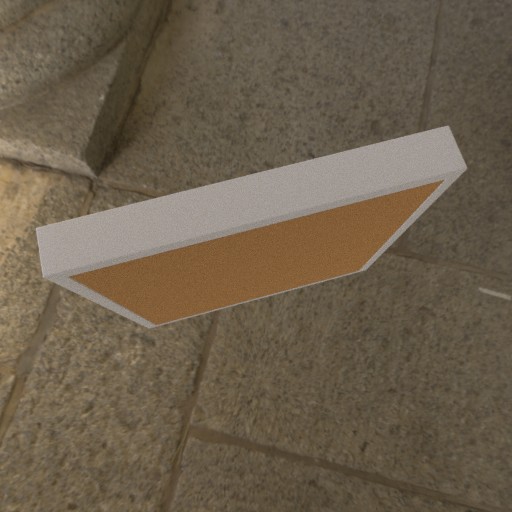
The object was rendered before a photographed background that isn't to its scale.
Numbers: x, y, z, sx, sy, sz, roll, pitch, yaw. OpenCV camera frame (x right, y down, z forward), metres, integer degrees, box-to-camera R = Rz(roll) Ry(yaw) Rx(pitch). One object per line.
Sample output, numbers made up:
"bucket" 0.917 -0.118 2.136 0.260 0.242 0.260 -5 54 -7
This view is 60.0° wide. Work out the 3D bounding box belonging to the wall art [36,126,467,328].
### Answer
"wall art" 0.000 0.000 0.459 0.305 0.305 0.037 -15 75 -4
